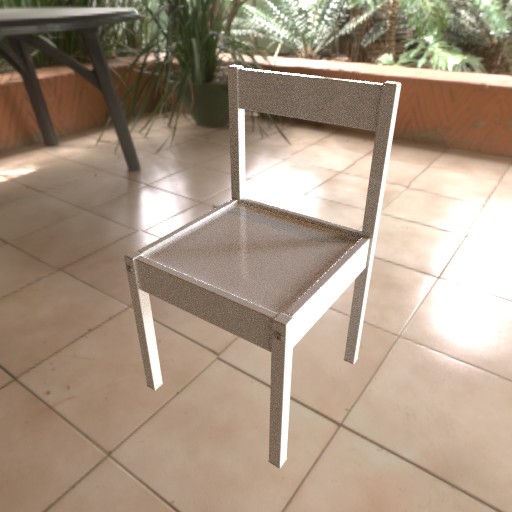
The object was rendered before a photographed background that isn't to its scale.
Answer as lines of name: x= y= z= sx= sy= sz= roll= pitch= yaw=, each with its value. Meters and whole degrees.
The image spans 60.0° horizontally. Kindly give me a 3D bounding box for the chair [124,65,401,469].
chair: x=0.000 y=0.000 z=0.699 sx=0.285 sy=0.505 sz=0.285 roll=20 pitch=36 yaw=29
